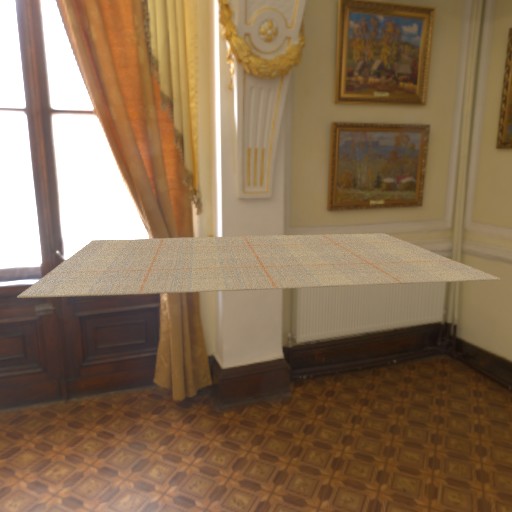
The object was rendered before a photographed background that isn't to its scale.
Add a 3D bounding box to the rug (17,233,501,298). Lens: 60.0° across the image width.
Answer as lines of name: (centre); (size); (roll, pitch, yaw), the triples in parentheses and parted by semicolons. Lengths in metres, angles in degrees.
rug: (0.000, 0.000, 2.951); (2.442, 0.016, 1.527); (-2, 12, -7)
